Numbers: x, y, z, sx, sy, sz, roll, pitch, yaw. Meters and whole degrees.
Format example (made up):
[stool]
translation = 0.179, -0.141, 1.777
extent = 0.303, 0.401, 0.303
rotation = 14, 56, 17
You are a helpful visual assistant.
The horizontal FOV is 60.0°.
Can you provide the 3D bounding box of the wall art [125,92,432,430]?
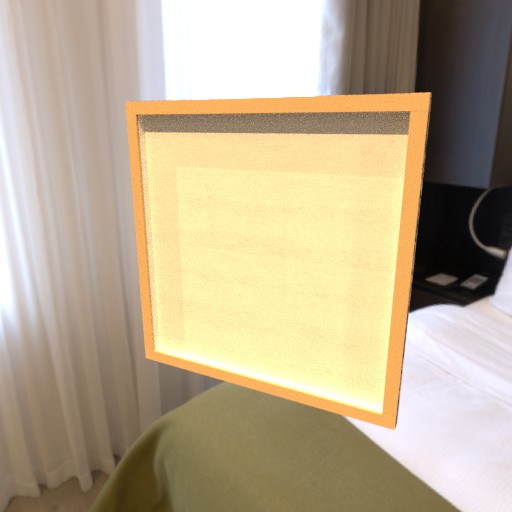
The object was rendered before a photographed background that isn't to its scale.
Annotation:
[wall art]
translation = 0.000, 0.000, 1.357
extent = 0.914, 0.914, 0.038
rotation = 8, 18, 26
